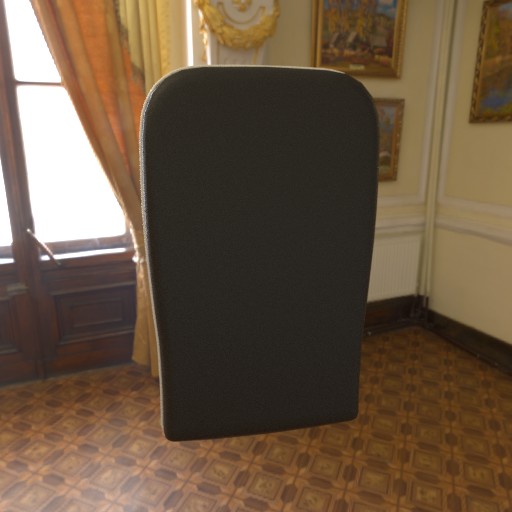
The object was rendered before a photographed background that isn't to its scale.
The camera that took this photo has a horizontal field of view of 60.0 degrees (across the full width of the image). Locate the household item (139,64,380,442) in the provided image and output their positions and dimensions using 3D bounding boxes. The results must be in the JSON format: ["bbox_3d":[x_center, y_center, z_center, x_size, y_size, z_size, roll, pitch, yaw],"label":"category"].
[{"bbox_3d":[0.000,0.000,0.147,0.070,0.114,0.038,-3,16,-10],"label":"household item"}]
